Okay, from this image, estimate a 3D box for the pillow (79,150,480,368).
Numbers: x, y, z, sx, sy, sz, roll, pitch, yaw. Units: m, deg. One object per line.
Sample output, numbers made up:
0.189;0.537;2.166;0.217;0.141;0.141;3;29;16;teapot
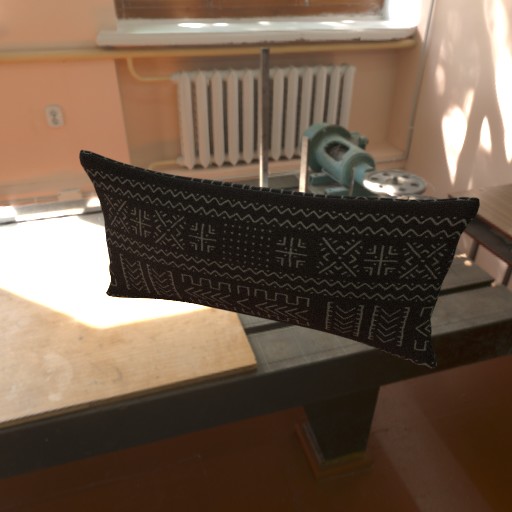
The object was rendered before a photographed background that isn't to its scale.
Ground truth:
0.000;0.000;0.785;0.667;0.322;0.135;10;33;15;pillow
